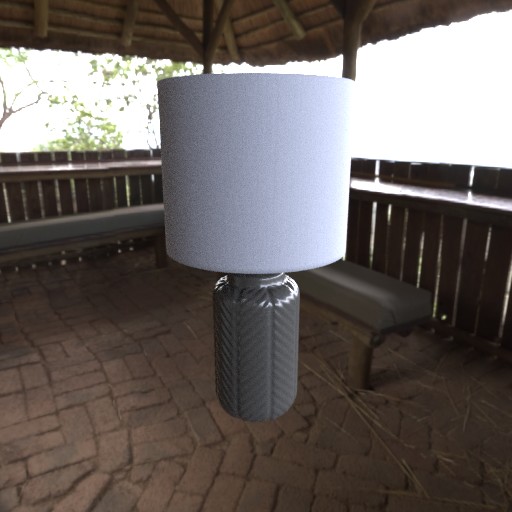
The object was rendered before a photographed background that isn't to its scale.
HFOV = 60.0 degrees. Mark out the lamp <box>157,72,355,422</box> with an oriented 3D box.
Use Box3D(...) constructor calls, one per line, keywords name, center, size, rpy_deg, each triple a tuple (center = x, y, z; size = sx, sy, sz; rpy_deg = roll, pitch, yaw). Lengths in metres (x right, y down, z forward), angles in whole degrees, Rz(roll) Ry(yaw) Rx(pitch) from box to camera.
Box3D(name="lamp", center=(0.000, 0.000, 0.515), size=(0.203, 0.389, 0.203), rpy_deg=(-2, 16, -8))
